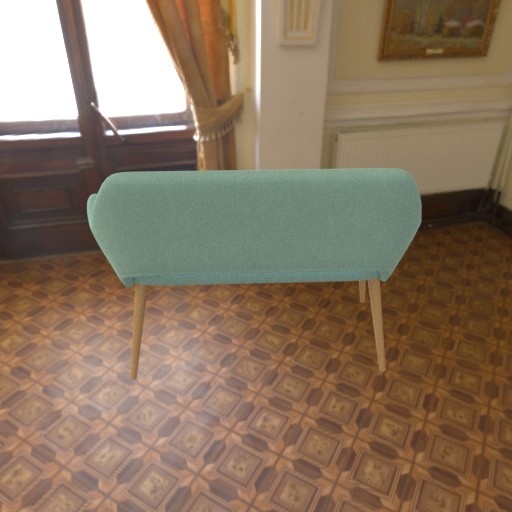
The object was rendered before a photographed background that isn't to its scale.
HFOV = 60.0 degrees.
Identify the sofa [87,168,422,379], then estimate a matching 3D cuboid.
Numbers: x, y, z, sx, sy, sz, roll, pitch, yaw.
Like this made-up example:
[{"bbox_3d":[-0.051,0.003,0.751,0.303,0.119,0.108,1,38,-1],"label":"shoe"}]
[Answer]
[{"bbox_3d":[0.000,0.000,1.608,1.150,0.840,0.610,-1,30,-2],"label":"sofa"}]
